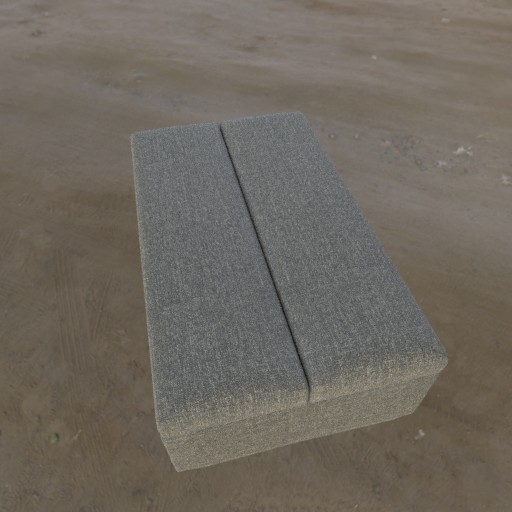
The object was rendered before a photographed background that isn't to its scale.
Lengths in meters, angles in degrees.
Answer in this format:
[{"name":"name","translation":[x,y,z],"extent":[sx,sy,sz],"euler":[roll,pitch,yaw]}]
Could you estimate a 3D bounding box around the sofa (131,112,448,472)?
[{"name":"sofa","translation":[0.000,0.000,1.566],"extent":[0.782,0.417,1.198],"euler":[-10,48,-9]}]
